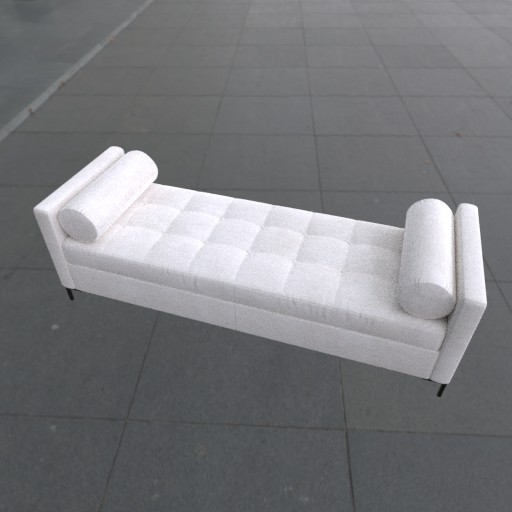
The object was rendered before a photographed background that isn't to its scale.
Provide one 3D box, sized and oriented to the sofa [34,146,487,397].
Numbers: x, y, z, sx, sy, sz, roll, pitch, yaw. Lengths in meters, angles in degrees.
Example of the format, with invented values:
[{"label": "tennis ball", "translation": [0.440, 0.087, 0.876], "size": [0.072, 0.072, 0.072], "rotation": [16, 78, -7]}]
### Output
[{"label": "sofa", "translation": [0.000, 0.000, 2.268], "size": [1.981, 0.635, 0.686], "rotation": [12, 42, 14]}]
